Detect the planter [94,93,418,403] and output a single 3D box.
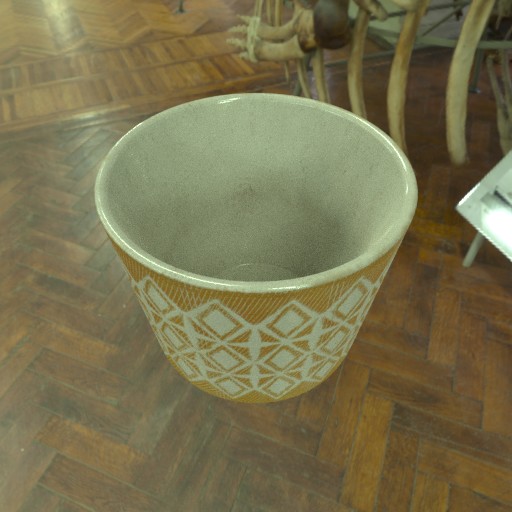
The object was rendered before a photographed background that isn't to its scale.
[{"bbox_3d":[0.000,0.000,0.216,0.126,0.104,0.126,0,47,0],"label":"planter"}]
